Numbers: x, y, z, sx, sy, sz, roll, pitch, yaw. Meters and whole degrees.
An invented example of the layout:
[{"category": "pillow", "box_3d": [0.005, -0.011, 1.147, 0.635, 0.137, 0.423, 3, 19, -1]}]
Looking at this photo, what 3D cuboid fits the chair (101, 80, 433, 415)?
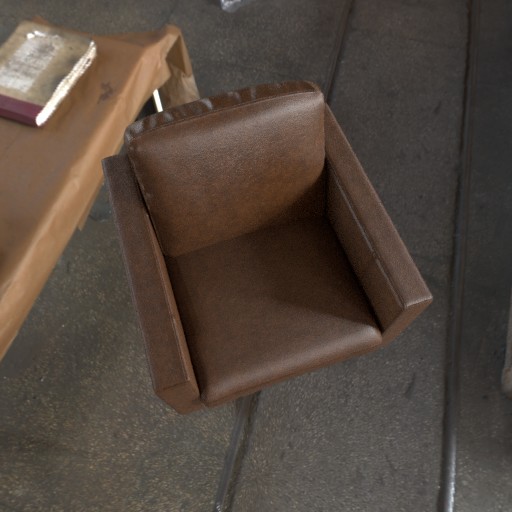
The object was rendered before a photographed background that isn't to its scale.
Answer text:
[{"category": "chair", "box_3d": [0.000, 0.000, 1.663, 0.890, 0.956, 0.909, -17, 65, -8]}]
